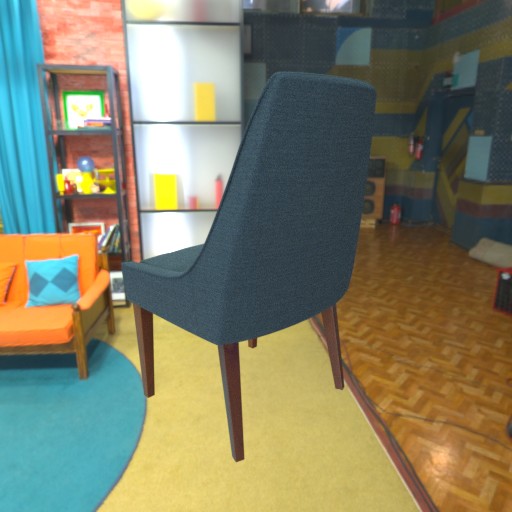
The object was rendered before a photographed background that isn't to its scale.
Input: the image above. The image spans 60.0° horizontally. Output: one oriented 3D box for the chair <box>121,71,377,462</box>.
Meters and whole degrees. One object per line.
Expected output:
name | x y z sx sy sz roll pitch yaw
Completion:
chair | 0.000 0.000 1.197 0.544 0.861 0.529 15 21 42
